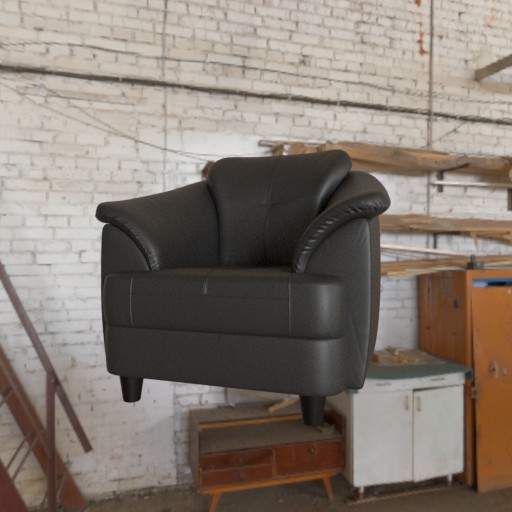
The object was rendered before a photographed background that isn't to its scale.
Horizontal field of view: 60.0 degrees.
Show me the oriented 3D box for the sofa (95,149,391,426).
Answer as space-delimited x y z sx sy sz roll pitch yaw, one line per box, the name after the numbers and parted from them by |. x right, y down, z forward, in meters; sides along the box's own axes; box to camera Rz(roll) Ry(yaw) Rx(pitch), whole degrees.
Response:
0.000 0.000 1.475 0.870 0.811 0.794 0 1 19 | sofa
